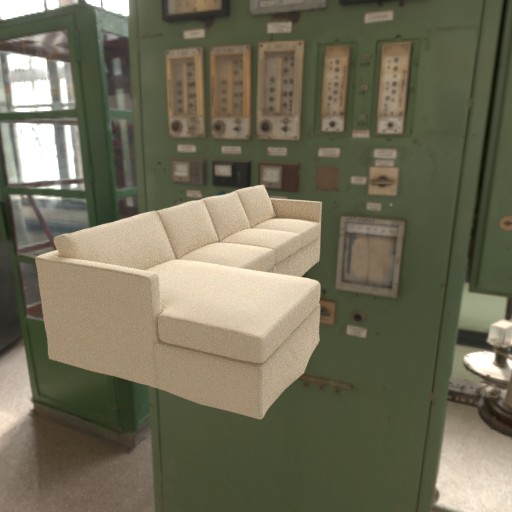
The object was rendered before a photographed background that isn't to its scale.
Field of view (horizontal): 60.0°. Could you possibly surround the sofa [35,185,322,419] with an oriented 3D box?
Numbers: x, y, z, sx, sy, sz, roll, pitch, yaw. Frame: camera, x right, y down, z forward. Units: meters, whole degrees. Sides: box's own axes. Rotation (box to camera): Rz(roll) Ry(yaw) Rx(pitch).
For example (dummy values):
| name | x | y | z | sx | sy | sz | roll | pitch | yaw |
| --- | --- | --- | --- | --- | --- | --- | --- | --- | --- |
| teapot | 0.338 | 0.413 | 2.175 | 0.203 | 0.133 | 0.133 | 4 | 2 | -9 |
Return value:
| name | x | y | z | sx | sy | sz | roll | pitch | yaw |
| --- | --- | --- | --- | --- | --- | --- | --- | --- | --- |
| sofa | 0.000 | 0.000 | 3.926 | 1.650 | 0.922 | 3.205 | 7 | 17 | 25 |
